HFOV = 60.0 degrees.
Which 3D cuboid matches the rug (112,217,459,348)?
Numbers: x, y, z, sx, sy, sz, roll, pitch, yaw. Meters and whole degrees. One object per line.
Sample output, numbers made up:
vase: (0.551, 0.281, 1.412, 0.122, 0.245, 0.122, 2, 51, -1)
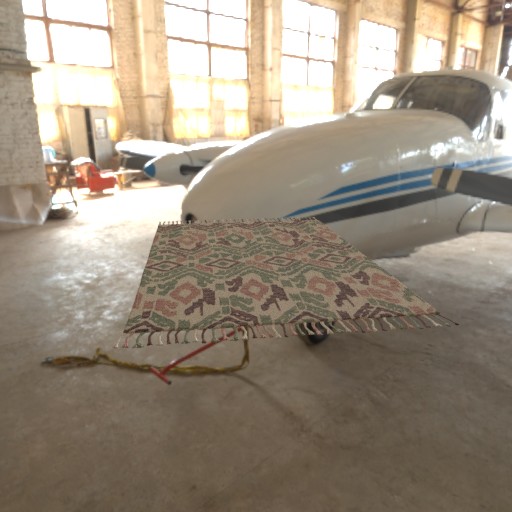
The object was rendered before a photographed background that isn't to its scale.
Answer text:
rug: (0.000, 0.000, 3.049, 1.524, 0.011, 2.438, -2, 17, -8)
